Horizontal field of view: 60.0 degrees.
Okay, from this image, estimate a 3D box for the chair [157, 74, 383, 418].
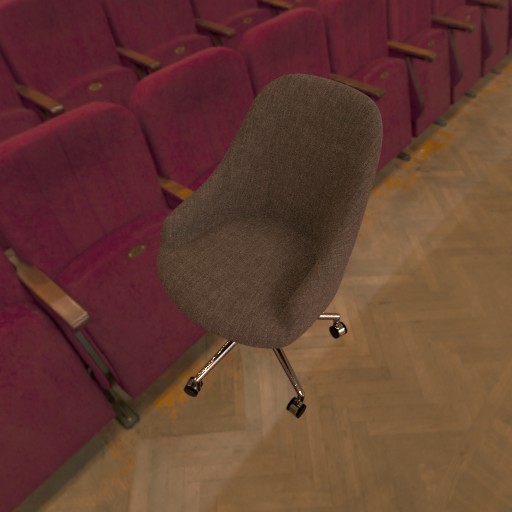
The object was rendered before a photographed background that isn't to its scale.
[{"bbox_3d":[0.000,0.000,1.462,0.671,0.950,0.712,31,53,27],"label":"chair"}]
